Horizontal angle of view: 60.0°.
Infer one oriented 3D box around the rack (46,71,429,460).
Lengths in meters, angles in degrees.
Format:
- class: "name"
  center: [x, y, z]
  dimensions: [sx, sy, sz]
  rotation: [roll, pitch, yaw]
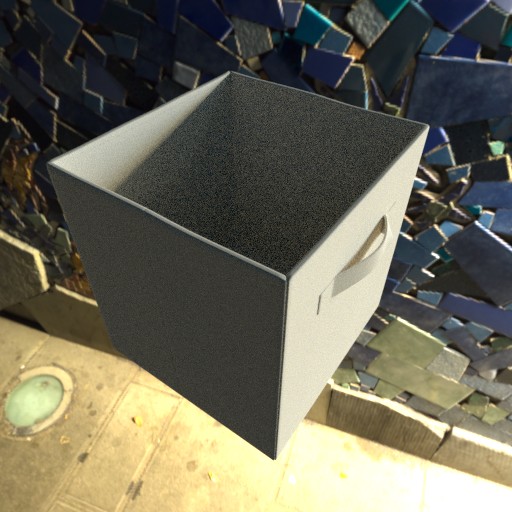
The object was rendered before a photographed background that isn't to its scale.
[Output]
- class: "rack"
  center: [0.000, 0.000, 0.505]
  dimensions: [0.270, 0.280, 0.270]
  rotation: [26, 49, 25]
